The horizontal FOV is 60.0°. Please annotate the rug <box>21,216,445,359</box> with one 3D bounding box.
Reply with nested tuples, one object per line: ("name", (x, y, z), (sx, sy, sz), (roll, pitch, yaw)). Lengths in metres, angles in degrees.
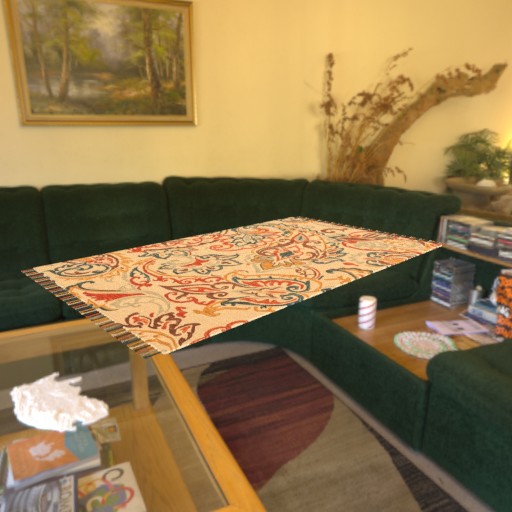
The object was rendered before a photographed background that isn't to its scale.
("rug", (0.000, 0.000, 3.074), (2.584, 0.010, 1.523), (-15, 22, -41))
